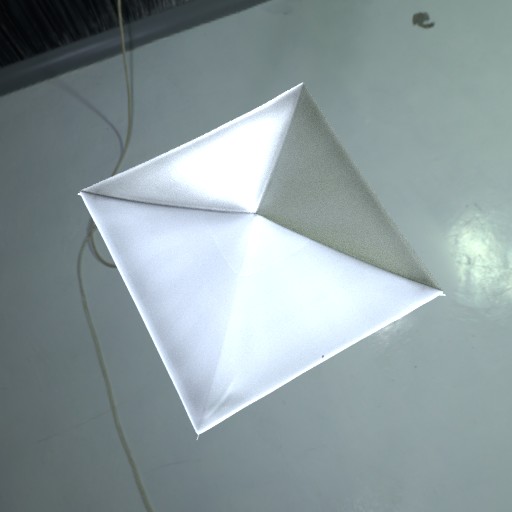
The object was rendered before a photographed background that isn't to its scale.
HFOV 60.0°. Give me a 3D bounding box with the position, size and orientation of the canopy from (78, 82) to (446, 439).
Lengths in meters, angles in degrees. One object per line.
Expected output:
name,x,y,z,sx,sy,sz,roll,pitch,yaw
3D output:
canopy,0.000,0.000,5.444,2.994,2.998,2.996,-28,77,-7
